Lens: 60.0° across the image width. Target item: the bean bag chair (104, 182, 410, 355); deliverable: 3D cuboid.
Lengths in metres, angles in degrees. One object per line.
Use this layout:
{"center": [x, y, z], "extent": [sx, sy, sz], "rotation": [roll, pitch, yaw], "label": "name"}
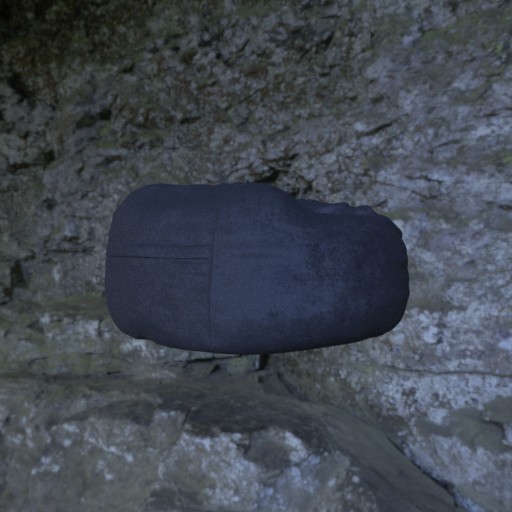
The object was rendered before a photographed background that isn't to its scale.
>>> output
{"center": [0.000, 0.000, 2.349], "extent": [1.525, 0.751, 1.525], "rotation": [0, 0, 0], "label": "bean bag chair"}
